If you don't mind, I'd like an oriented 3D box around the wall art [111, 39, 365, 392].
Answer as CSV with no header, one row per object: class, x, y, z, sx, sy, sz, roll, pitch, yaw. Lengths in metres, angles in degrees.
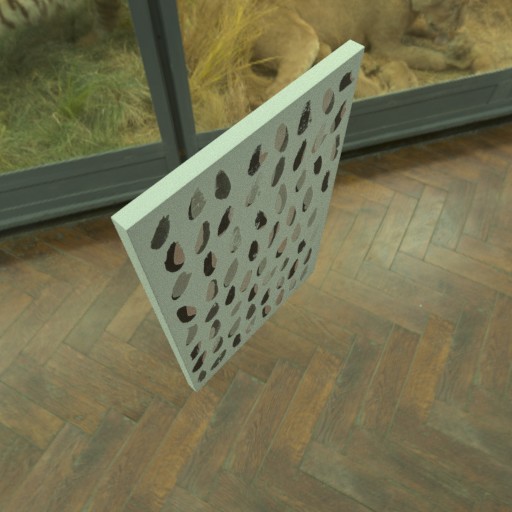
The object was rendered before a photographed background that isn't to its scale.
wall art,0.000,0.000,0.776,0.025,0.608,0.405,38,66,21
